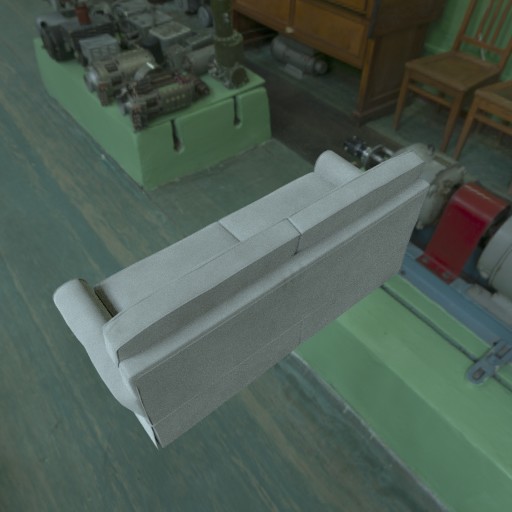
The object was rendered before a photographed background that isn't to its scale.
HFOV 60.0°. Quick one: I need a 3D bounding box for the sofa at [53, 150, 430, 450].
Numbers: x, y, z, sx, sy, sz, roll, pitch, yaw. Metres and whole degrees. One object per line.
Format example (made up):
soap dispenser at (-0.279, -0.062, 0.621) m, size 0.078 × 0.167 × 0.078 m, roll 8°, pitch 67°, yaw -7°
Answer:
sofa at (0.000, 0.000, 2.770) m, size 2.246 × 1.014 × 0.900 m, roll -31°, pitch 54°, yaw -26°
